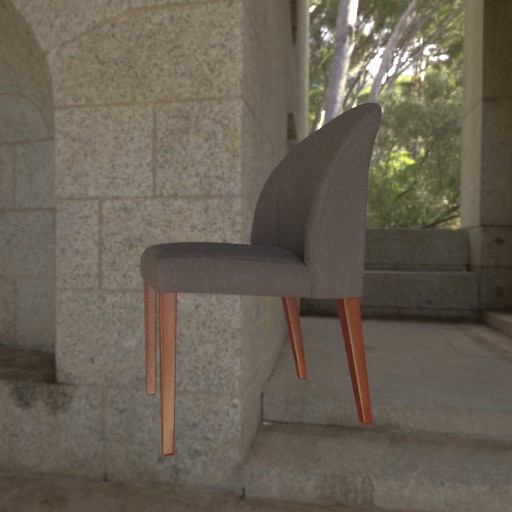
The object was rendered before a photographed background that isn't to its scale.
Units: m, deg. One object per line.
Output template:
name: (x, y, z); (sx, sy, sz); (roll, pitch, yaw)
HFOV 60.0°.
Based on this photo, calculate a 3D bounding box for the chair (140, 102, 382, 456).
chair: (0.000, 0.000, 1.265); (0.619, 0.879, 0.506); (0, 2, -19)
